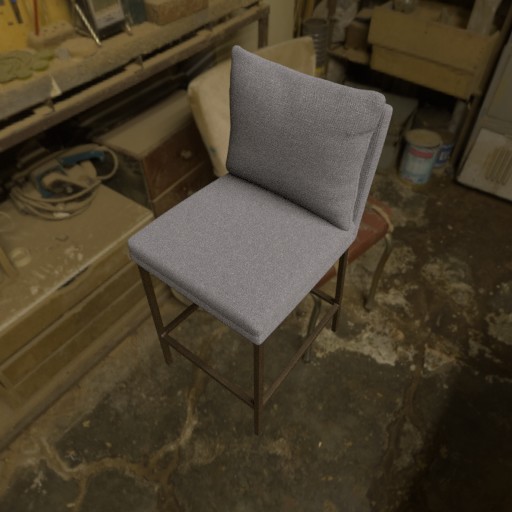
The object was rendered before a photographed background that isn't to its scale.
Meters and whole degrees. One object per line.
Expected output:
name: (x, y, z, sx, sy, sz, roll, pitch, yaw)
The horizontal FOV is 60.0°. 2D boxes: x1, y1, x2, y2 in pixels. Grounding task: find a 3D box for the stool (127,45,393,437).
stool: (0.000, 0.000, 1.349, 0.463, 1.031, 0.569, 30, 54, 25)
